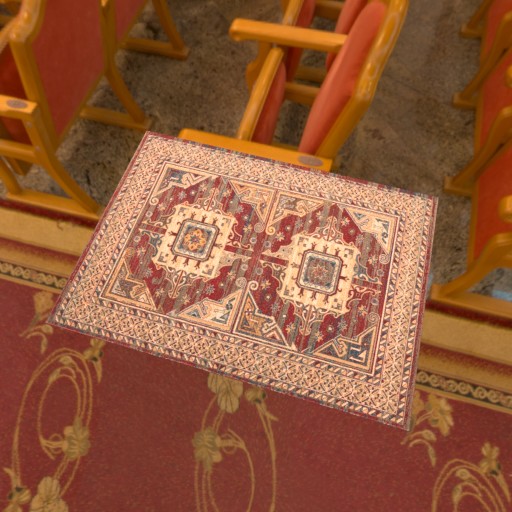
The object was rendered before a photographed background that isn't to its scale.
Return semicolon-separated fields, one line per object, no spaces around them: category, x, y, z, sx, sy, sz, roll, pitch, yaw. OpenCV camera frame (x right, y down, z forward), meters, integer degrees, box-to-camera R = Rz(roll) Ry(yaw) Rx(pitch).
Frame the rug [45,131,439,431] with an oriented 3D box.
rug;0.000;0.000;2.911;2.210;0.011;1.599;15;64;7
